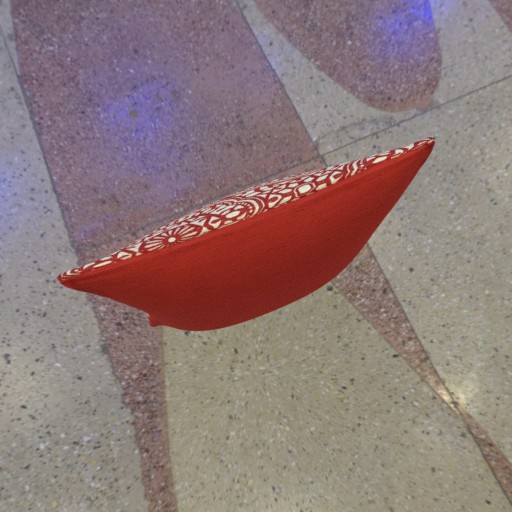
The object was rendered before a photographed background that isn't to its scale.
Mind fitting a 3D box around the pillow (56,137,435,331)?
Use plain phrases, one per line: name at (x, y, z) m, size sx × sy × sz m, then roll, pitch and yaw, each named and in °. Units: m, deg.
pillow at (0.000, 0.000, 0.674) m, size 0.438 × 0.419 × 0.162 m, roll -21°, pitch 76°, yaw -5°
